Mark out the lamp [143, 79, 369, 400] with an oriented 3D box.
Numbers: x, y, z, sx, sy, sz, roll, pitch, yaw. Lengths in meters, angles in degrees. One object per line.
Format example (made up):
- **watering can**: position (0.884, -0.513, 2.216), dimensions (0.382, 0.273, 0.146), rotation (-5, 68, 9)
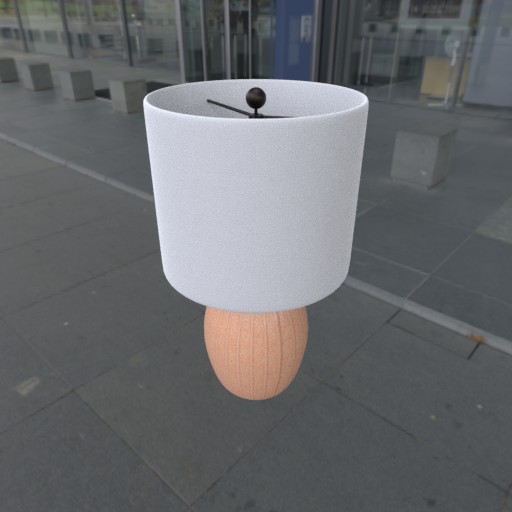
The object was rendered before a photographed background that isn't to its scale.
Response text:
- **lamp**: position (0.000, 0.000, 0.793), dimensions (0.329, 0.570, 0.329), rotation (0, 29, 0)
